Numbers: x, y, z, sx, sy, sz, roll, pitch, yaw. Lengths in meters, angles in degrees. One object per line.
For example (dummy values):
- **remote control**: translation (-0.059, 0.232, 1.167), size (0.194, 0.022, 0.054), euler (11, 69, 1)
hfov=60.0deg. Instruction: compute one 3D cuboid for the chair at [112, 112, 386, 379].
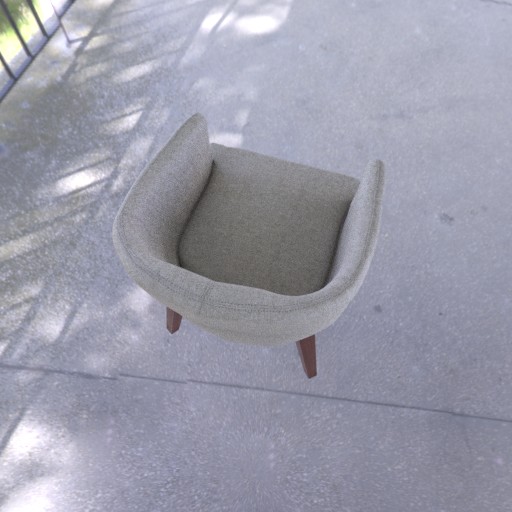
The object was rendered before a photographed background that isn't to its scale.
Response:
- **chair**: translation (0.000, 0.000, 1.284), size (0.583, 0.811, 0.655), euler (17, 65, 8)
